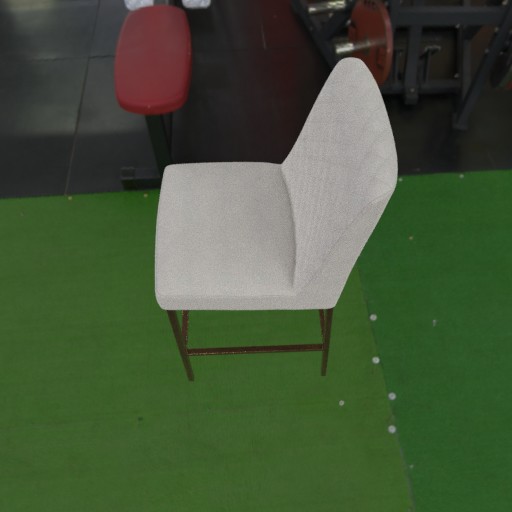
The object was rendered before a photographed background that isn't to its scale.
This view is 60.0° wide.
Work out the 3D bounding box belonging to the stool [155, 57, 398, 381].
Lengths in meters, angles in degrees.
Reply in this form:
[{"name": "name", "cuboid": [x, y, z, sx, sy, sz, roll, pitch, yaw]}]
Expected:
[{"name": "stool", "cuboid": [0.000, 0.000, 1.357, 0.546, 1.084, 0.462, -2, 58, -1]}]
